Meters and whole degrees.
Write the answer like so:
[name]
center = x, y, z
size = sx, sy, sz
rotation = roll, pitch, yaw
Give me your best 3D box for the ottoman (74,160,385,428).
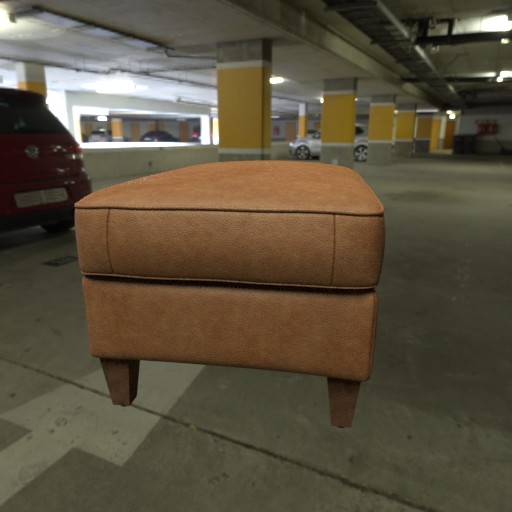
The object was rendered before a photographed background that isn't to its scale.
[ottoman]
center = 0.000, 0.000, 1.195
size = 0.584, 0.483, 0.864
rotation = 2, 15, 9
